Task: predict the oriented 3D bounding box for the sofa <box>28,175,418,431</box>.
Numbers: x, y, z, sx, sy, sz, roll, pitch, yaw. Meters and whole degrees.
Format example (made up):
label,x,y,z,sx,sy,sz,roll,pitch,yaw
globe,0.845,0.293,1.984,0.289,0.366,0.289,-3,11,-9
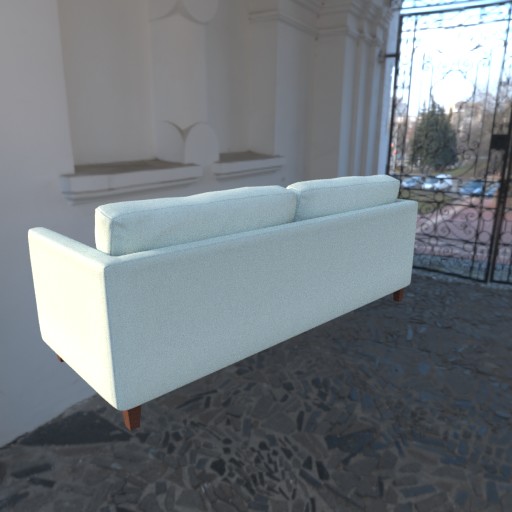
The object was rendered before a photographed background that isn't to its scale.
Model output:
label,x,y,z,sx,sy,sz,roll,pitch,yaw
sofa,0.000,0.000,2.838,2.434,0.965,0.948,-14,21,-41
